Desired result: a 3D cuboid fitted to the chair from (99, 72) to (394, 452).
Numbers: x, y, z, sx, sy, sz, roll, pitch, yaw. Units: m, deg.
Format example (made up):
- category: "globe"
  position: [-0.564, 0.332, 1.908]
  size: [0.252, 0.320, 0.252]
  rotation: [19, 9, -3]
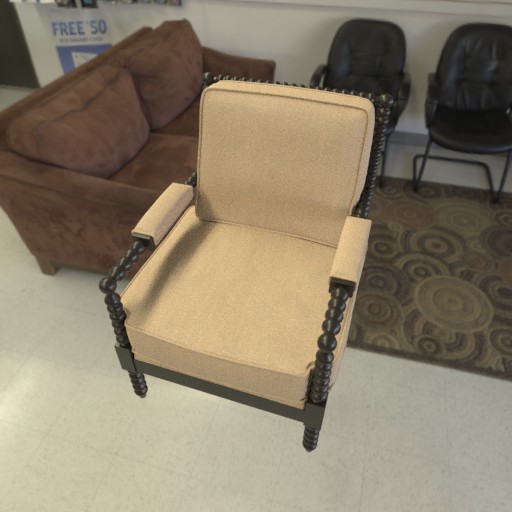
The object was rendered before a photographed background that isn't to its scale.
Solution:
- category: "chair"
  position: [0.000, 0.000, 1.177]
  size: [0.555, 0.703, 0.657]
  rotation: [13, 43, 14]
